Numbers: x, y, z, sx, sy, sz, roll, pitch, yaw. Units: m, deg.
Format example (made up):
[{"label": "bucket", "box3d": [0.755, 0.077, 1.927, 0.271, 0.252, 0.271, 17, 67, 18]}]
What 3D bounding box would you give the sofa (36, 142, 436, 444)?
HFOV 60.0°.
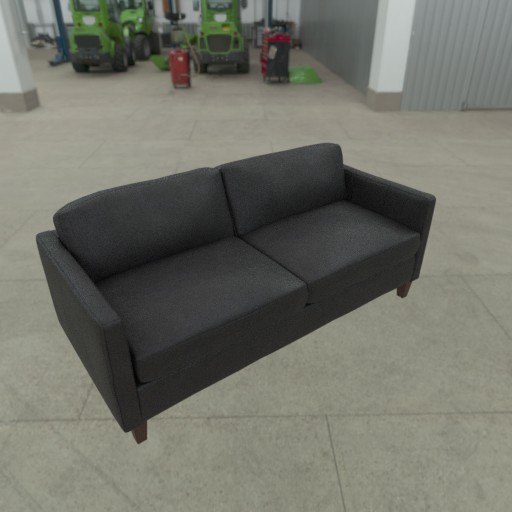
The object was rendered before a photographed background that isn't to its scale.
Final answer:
[{"label": "sofa", "box3d": [0.000, 0.000, 2.418, 1.971, 0.863, 0.933, -20, 36, -31]}]
